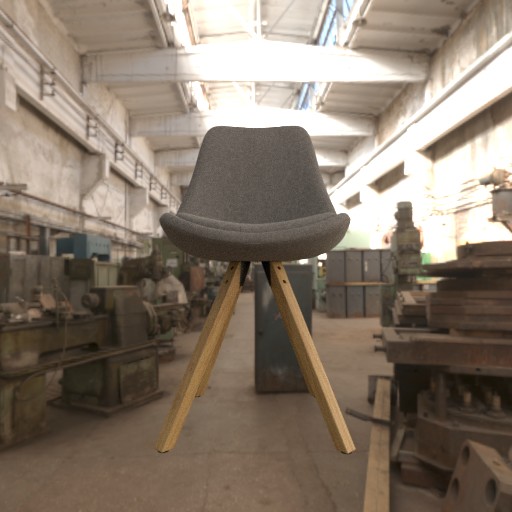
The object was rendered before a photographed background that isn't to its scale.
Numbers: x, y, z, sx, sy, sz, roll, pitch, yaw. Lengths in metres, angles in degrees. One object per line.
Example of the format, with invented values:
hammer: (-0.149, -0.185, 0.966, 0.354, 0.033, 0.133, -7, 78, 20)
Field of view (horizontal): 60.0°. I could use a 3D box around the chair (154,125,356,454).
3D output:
chair: (0.000, 0.000, 1.190, 0.483, 0.865, 0.550, 0, -1, 1)
